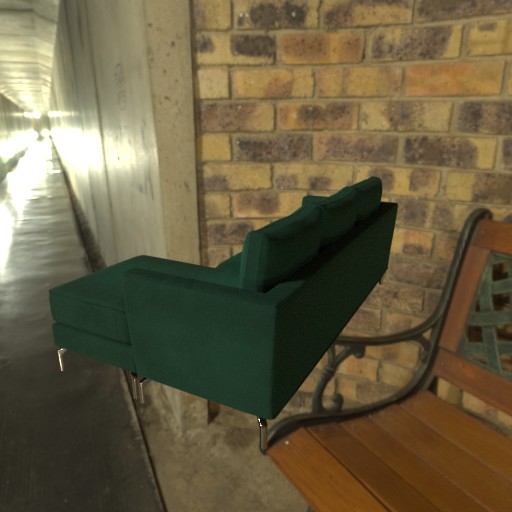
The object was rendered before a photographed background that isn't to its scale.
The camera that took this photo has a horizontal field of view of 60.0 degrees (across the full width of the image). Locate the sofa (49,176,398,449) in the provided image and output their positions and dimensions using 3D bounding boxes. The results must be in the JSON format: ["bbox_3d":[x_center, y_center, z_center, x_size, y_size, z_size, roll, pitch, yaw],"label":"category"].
[{"bbox_3d":[0.000,0.000,3.190,1.489,1.007,2.441,9,20,27],"label":"sofa"}]
